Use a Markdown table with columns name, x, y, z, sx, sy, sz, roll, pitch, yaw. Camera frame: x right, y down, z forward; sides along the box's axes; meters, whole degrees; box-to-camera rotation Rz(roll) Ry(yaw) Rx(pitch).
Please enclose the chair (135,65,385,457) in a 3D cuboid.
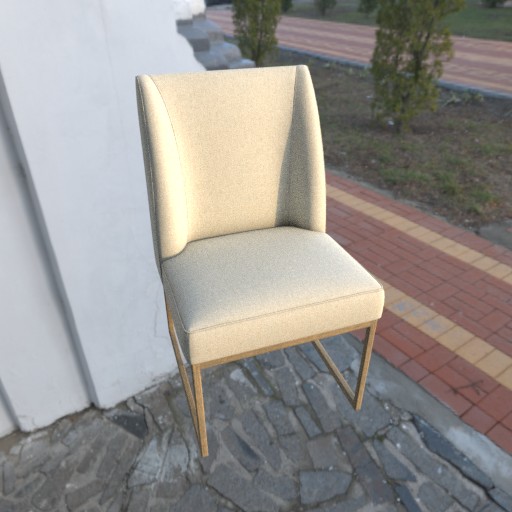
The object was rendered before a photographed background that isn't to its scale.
| name | x | y | z | sx | sy | sz | roll | pitch | yaw |
| --- | --- | --- | --- | --- | --- | --- | --- | --- | --- |
| chair | 0.000 | 0.000 | 1.197 | 0.508 | 0.863 | 0.522 | -11 | 34 | -16 |
